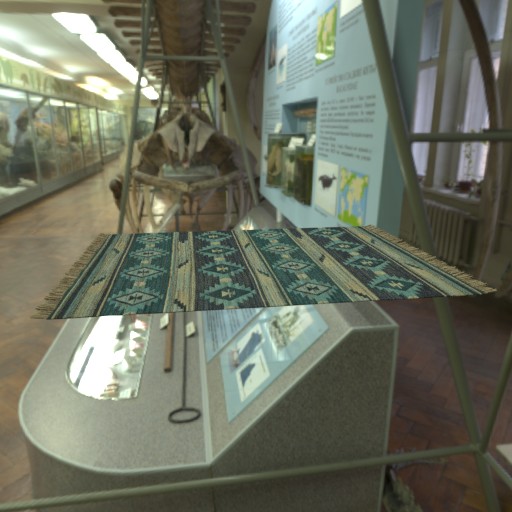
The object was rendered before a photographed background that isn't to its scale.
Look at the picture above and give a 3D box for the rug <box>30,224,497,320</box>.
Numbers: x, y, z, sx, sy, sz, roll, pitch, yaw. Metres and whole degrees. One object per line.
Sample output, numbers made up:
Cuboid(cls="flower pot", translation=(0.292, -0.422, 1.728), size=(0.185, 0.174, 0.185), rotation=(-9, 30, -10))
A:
Cuboid(cls="rug", translation=(0.000, 0.000, 4.192), size=(3.307, 0.047, 2.418), rotation=(-2, 16, -8))
